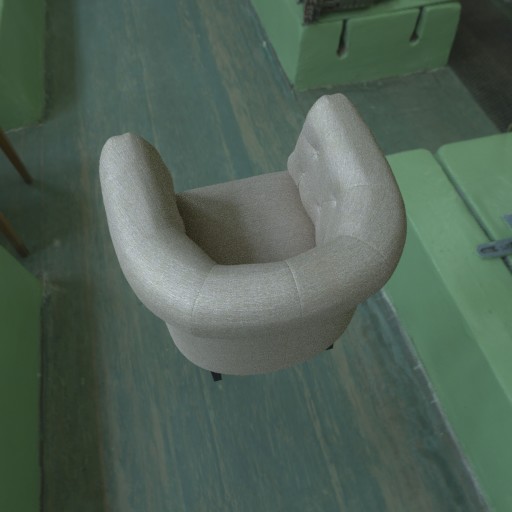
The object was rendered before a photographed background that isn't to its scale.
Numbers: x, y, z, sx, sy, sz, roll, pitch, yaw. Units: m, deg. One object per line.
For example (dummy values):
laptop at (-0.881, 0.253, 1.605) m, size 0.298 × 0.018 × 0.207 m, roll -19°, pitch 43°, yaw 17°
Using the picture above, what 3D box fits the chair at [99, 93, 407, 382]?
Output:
chair at (0.000, 0.000, 1.632) m, size 0.905 × 0.827 × 0.852 m, roll -14°, pitch 58°, yaw -9°
